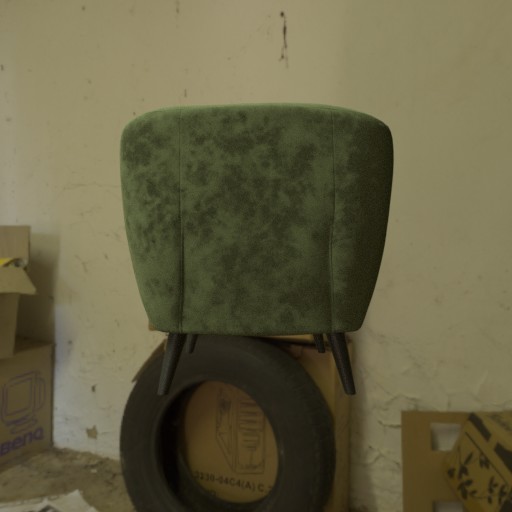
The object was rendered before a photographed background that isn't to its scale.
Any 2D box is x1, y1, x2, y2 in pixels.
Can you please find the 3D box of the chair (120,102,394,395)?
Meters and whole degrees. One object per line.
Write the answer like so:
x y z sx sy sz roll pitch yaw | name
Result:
0.000 0.000 1.523 0.840 0.804 0.819 0 0 0 | chair
